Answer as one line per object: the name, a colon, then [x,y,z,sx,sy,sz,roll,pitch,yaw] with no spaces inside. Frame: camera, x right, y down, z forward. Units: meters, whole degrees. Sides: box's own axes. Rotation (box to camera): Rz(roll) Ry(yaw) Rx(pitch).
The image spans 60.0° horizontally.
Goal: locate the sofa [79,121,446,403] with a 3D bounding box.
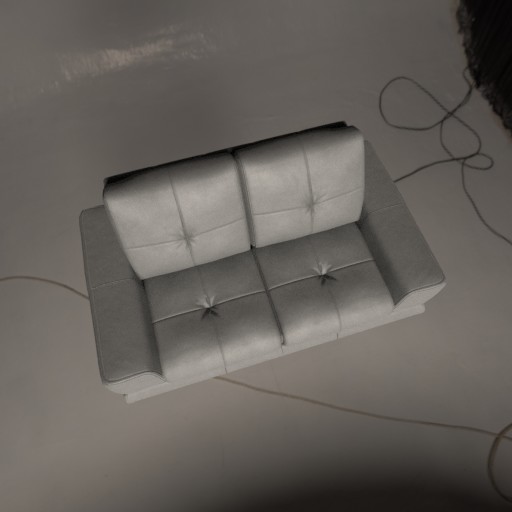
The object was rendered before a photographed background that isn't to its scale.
sofa: [0.000,0.000,2.435,1.806,0.907,1.018,-15,64,-8]
